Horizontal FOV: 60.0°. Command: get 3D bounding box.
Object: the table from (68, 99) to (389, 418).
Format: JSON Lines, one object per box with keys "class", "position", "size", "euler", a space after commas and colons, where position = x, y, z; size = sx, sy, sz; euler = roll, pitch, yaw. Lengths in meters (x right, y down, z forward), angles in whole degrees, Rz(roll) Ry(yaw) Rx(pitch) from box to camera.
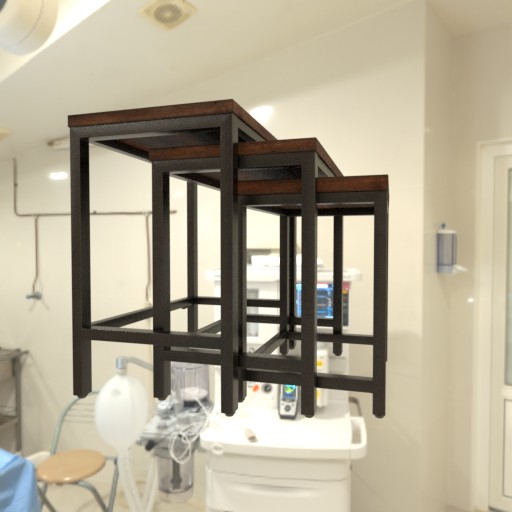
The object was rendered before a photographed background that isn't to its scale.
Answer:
{"class": "table", "position": [0.000, 0.000, 1.153], "size": [0.660, 0.616, 0.608], "euler": [1, 2, 17]}
